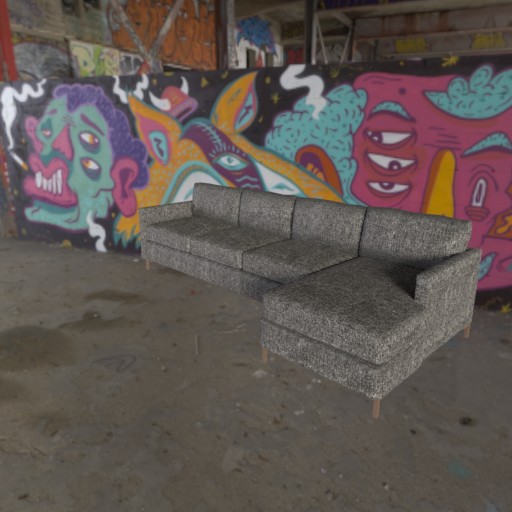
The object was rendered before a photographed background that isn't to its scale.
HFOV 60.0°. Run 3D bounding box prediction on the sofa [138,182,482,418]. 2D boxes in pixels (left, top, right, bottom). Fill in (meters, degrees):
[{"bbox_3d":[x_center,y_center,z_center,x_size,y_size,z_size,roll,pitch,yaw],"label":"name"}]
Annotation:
[{"bbox_3d":[0.000,0.000,3.999,3.384,0.970,1.488,16,23,43],"label":"sofa"}]
